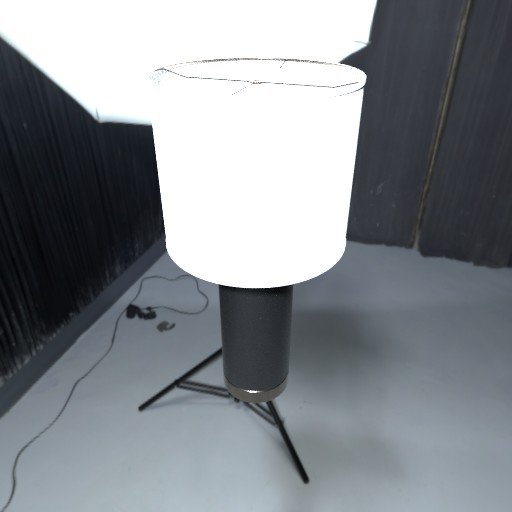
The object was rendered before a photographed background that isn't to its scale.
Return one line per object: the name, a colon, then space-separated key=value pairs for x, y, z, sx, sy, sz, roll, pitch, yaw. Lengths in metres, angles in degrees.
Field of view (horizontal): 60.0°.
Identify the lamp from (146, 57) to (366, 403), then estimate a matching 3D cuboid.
lamp: x=0.000 y=0.000 z=0.622 sx=0.241 sy=0.482 sz=0.240 roll=11 pitch=33 yaw=17
